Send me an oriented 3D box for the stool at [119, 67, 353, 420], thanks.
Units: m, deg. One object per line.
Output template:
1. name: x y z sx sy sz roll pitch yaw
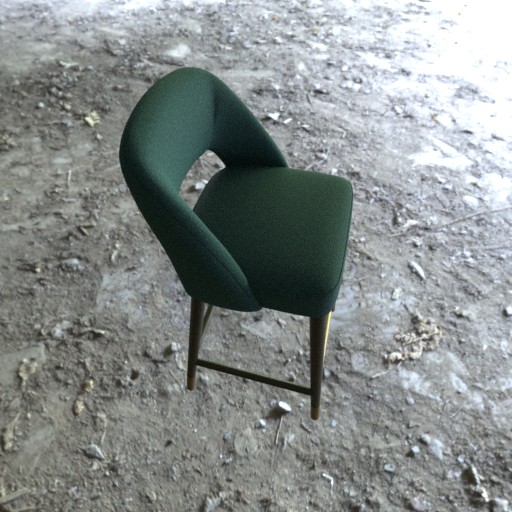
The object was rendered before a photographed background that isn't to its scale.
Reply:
1. stool: 0.000 0.000 1.275 0.522 0.939 0.536 10 47 9
